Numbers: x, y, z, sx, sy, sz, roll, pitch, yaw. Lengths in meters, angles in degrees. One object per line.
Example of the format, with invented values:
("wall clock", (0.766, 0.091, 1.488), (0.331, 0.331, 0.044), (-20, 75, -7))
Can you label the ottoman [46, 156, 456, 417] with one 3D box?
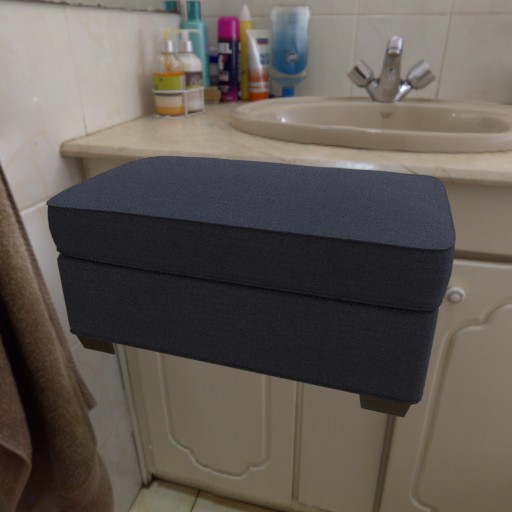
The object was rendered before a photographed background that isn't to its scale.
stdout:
("ottoman", (0.000, 0.000, 1.169), (0.895, 0.453, 0.505), (8, 27, 15))
